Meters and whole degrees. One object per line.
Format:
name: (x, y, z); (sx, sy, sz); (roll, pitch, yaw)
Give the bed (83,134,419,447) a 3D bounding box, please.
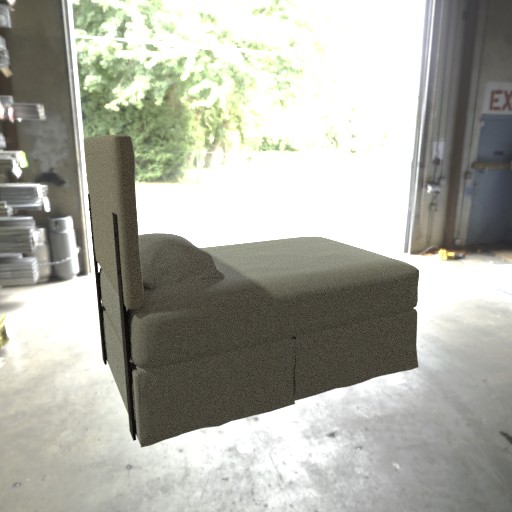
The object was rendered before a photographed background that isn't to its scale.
bed: (0.000, 0.000, 3.038); (1.997, 1.571, 1.261); (-7, 16, -26)
